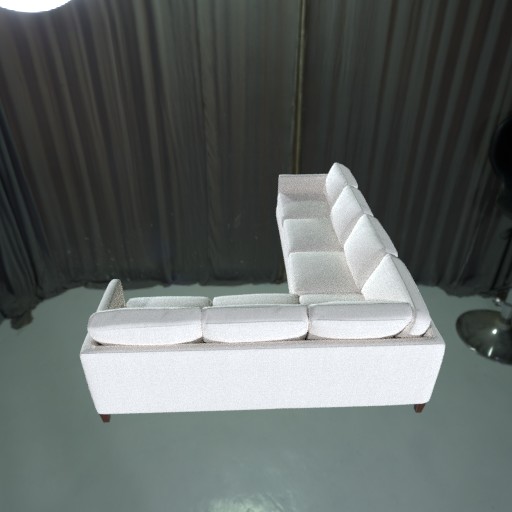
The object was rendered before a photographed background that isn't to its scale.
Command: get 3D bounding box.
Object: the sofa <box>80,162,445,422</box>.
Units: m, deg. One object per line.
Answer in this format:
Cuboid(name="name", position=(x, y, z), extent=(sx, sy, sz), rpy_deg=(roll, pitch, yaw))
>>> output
Cuboid(name="sofa", position=(0.000, 0.000, 4.563), extent=(2.593, 0.947, 3.302), rpy_deg=(-1, 32, -2))
